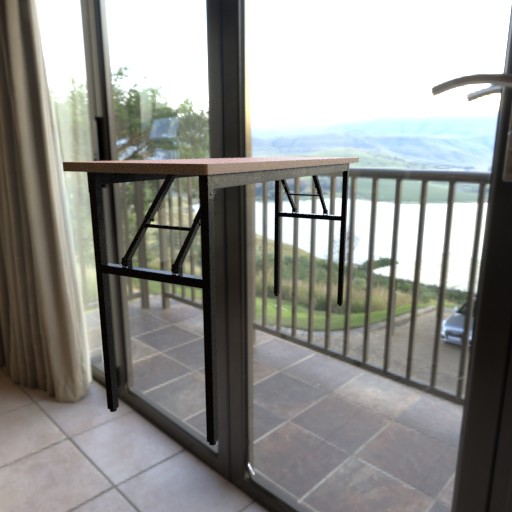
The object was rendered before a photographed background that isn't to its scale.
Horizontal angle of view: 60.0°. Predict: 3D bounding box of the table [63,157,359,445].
[{"bbox_3d":[0.000,0.000,1.753,0.447,0.750,1.397,6,15,26],"label":"table"}]
